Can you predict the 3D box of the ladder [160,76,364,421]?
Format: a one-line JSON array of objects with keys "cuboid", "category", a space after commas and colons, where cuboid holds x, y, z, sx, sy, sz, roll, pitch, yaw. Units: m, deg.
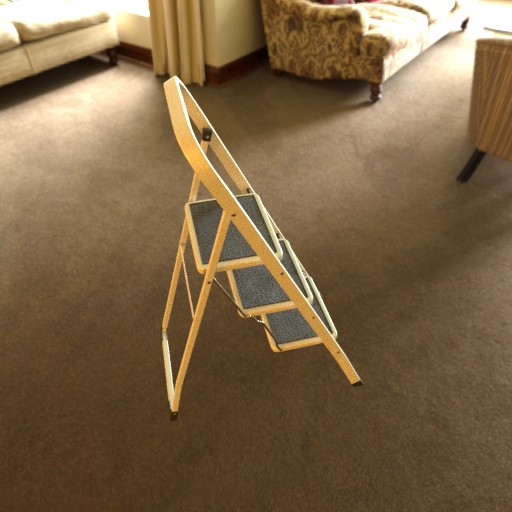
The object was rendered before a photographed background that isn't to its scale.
[{"cuboid": [0.000, 0.000, 1.385, 0.711, 1.050, 0.460, -9, 44, -10], "category": "ladder"}]
